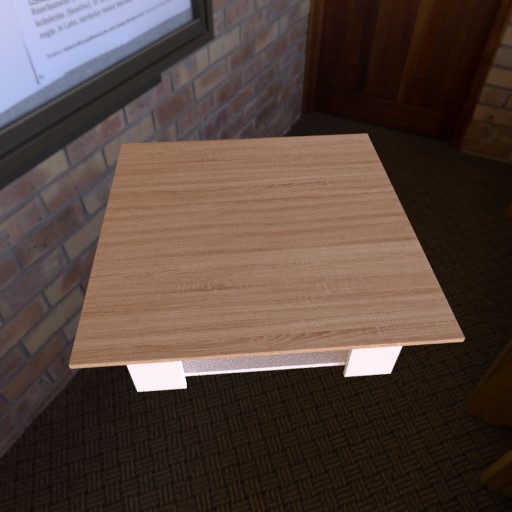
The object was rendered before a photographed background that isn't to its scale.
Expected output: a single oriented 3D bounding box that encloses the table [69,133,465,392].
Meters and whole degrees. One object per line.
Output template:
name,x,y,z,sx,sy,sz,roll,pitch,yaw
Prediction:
table,0.000,0.000,1.407,0.890,0.305,0.890,-3,46,-3
